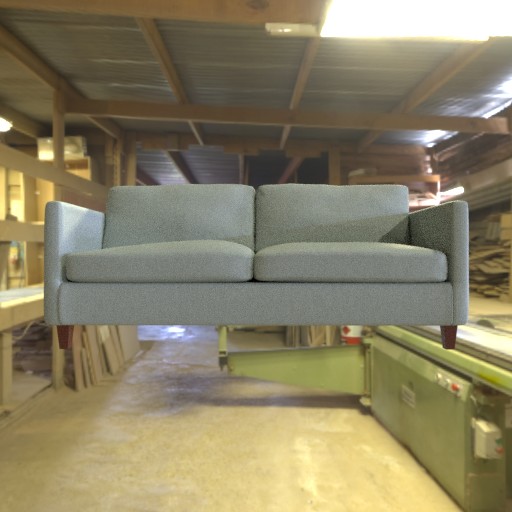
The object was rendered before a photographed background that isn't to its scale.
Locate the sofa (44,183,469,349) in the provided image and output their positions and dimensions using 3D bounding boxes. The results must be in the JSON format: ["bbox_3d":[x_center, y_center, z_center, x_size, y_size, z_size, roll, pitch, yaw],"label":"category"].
[{"bbox_3d":[0.000,0.000,2.714,2.208,0.965,0.951,0,0,0],"label":"sofa"}]
